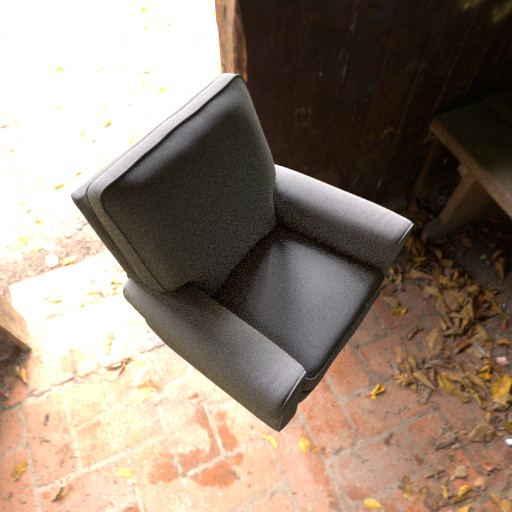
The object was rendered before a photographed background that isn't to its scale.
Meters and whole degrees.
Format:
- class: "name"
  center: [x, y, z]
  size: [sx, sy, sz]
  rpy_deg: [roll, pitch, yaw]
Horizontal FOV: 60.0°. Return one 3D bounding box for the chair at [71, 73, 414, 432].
- class: "chair"
  center: [0.000, 0.000, 1.664]
  size: [0.878, 0.960, 0.890]
  rpy_deg: [33, 64, 18]
